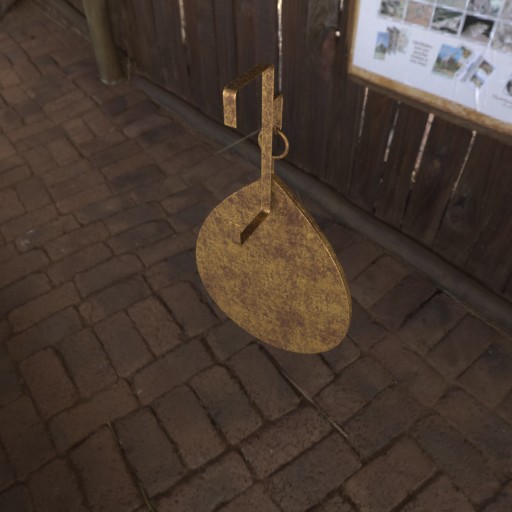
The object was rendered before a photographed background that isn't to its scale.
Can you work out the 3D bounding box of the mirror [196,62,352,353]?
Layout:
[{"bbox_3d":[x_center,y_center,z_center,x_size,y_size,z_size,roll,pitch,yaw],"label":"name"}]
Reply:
[{"bbox_3d":[0.000,0.000,0.892,0.405,0.744,0.144,22,49,21],"label":"mirror"}]
